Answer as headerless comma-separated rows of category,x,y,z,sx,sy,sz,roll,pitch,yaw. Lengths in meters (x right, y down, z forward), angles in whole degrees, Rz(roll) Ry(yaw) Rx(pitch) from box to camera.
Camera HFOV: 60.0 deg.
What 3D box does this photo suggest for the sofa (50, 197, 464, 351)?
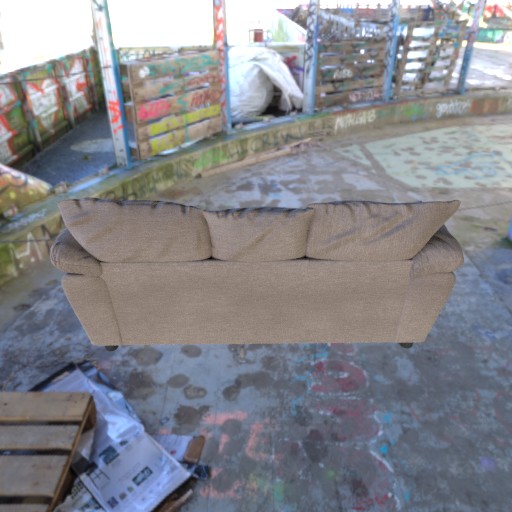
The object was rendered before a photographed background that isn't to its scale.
sofa,0.000,0.000,2.891,2.390,1.043,0.927,0,30,-1
